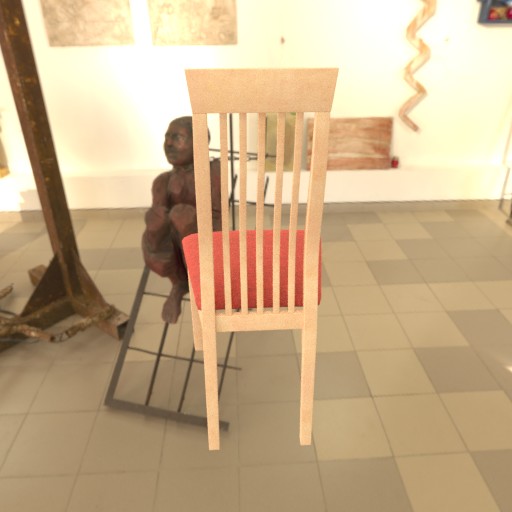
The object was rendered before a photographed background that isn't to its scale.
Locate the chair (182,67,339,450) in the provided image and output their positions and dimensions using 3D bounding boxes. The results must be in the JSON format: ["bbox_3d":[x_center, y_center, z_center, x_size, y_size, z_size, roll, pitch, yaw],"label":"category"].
[{"bbox_3d":[0.000,0.000,1.248,0.460,1.027,0.474,-2,29,-3],"label":"chair"}]
